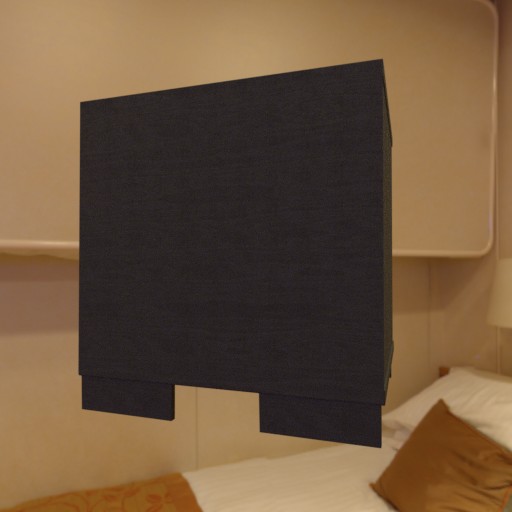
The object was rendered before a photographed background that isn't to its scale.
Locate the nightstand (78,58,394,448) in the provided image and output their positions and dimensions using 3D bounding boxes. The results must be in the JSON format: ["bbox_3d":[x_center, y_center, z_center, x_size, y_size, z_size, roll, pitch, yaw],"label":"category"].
[{"bbox_3d":[0.000,0.000,0.737,0.427,0.448,0.347,0,-1,19],"label":"nightstand"}]
